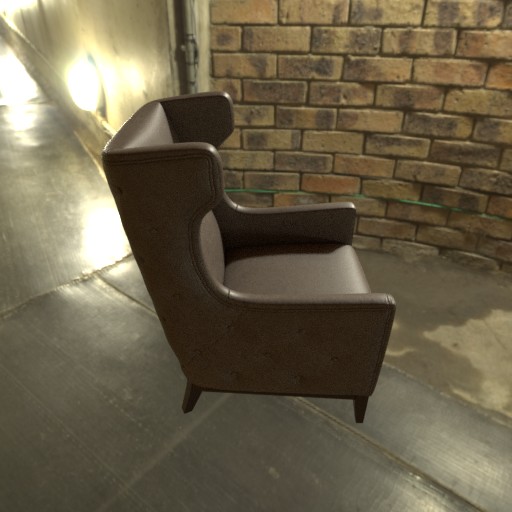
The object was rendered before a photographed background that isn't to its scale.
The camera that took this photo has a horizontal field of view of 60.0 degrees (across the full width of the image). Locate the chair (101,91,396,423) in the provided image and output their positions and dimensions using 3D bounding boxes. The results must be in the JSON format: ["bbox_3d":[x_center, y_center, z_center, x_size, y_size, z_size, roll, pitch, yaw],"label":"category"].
[{"bbox_3d":[0.000,0.000,1.704,0.899,1.079,0.769,0,32,0],"label":"chair"}]
